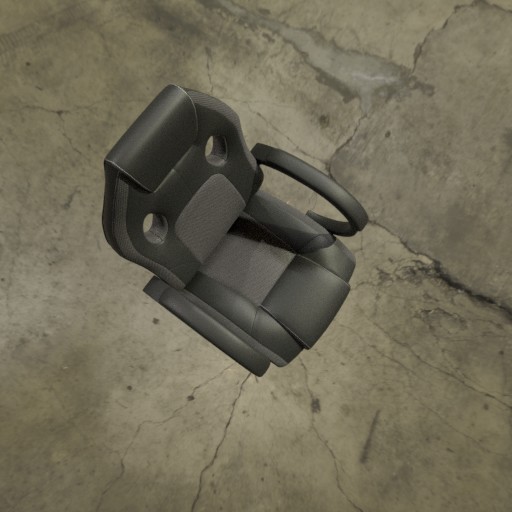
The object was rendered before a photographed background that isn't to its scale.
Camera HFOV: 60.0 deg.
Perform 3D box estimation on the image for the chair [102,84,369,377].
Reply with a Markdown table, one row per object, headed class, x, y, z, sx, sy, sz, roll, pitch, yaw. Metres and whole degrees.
| class | x | y | z | sx | sy | sz | roll | pitch | yaw |
| --- | --- | --- | --- | --- | --- | --- | --- | --- | --- |
| chair | 0.000 | 0.000 | 1.585 | 0.724 | 1.187 | 0.673 | 35 | 79 | 8 |
